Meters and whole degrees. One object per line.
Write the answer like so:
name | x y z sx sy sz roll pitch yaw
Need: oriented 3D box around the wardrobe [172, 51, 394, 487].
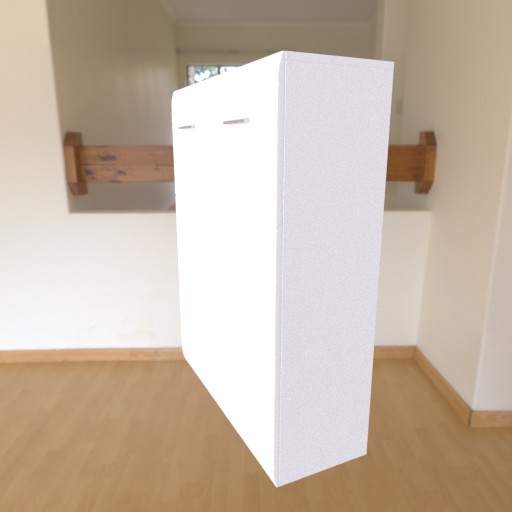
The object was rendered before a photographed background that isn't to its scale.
wardrobe | 0.000 0.000 1.609 0.360 1.200 0.900 -7 16 -25
